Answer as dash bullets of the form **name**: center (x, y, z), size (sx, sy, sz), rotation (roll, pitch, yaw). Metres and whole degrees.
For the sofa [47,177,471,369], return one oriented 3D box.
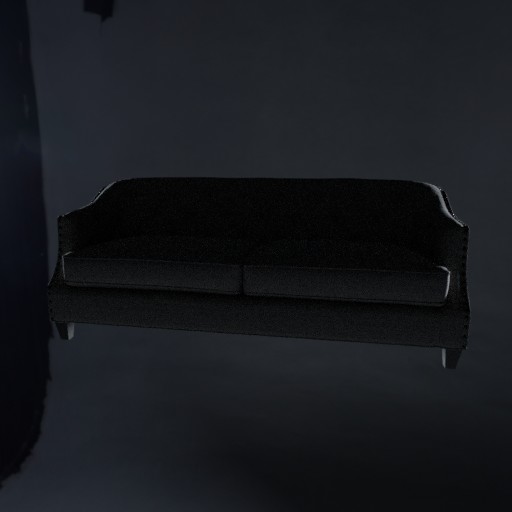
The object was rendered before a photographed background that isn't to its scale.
- **sofa**: center (0.000, 0.000, 2.681), size (2.235, 0.901, 0.914), rotation (2, 13, 10)
